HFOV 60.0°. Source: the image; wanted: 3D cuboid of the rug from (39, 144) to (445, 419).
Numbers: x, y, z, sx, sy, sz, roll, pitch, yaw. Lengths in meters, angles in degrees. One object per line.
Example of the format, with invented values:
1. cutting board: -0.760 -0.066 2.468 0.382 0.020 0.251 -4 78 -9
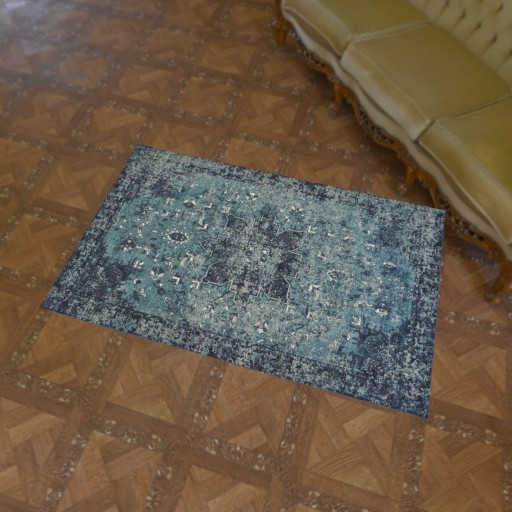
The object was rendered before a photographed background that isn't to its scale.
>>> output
1. rug: 0.000 0.000 3.034 2.440 0.007 1.525 14 59 8
